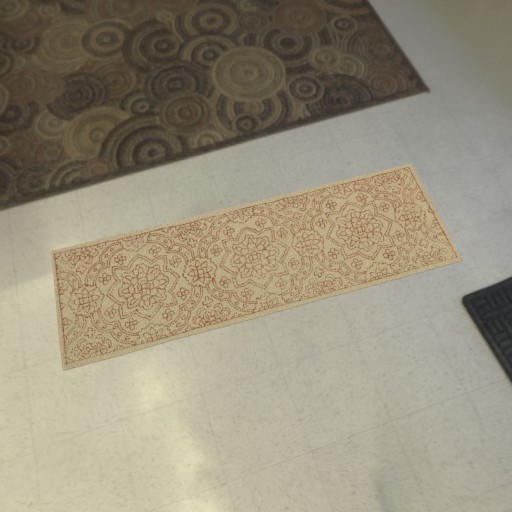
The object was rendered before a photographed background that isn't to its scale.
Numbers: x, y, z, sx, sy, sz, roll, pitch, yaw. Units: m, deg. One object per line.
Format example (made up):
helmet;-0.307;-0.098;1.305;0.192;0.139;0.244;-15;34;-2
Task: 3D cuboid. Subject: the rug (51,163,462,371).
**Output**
rug;0.000;0.000;2.748;2.448;0.012;0.769;-15;66;-7
